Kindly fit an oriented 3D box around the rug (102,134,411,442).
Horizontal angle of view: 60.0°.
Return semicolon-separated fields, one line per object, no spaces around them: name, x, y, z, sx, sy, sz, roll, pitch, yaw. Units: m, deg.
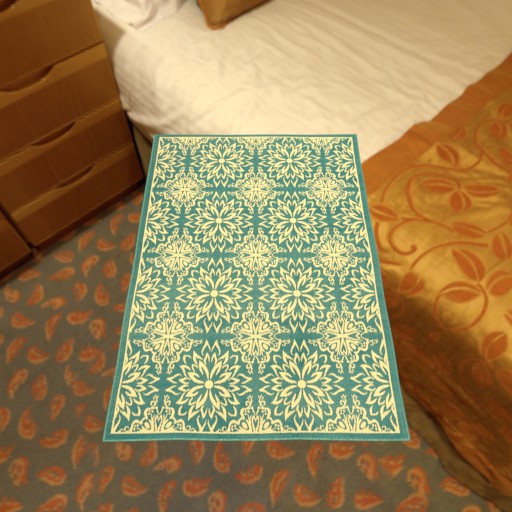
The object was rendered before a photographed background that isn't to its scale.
rug;0.000;0.000;2.817;1.554;0.012;2.205;0;58;0
